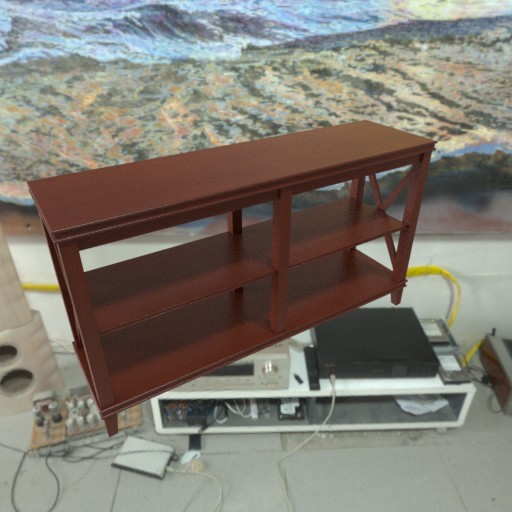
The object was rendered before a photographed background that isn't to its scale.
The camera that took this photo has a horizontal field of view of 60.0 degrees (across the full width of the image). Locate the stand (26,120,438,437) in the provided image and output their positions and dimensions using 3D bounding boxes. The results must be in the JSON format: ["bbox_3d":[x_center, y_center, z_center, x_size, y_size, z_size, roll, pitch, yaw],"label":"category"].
[{"bbox_3d":[0.000,0.000,1.684,1.372,0.762,0.381,-18,35,-27],"label":"stand"}]
